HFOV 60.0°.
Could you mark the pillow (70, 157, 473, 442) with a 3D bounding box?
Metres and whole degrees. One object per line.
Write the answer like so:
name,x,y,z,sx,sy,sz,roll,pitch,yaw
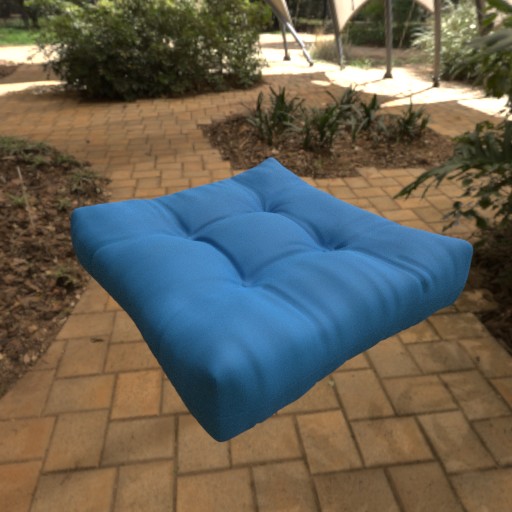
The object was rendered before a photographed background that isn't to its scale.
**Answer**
pillow,0.000,0.000,0.720,0.468,0.128,0.490,-21,37,-31
